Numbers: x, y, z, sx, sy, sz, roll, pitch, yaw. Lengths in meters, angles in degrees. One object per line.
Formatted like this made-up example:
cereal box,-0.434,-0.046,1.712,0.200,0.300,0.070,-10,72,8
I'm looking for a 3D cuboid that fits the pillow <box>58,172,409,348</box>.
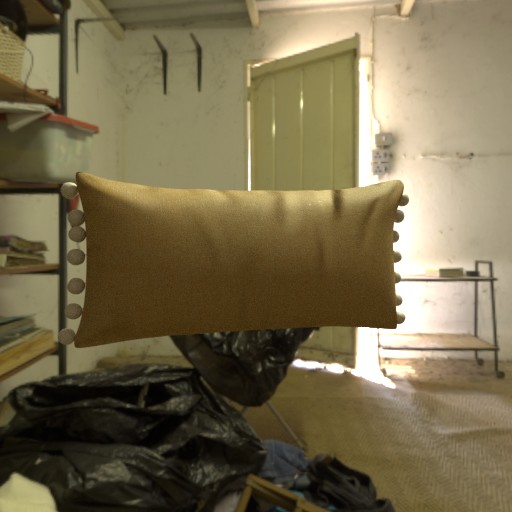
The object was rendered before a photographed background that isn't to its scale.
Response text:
pillow,0.000,0.000,0.856,0.709,0.322,0.201,0,1,-17
